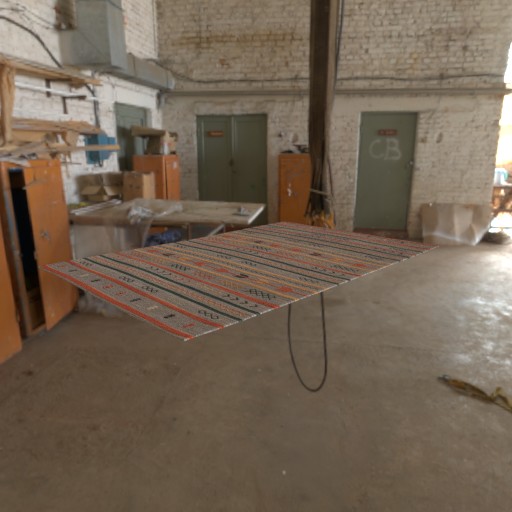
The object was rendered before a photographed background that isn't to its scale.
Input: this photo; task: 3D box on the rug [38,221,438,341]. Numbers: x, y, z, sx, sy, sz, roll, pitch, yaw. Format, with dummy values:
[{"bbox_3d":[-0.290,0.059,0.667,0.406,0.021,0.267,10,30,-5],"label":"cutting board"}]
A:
[{"bbox_3d":[0.000,0.000,2.395,1.835,0.017,1.220,-14,20,-43],"label":"rug"}]
